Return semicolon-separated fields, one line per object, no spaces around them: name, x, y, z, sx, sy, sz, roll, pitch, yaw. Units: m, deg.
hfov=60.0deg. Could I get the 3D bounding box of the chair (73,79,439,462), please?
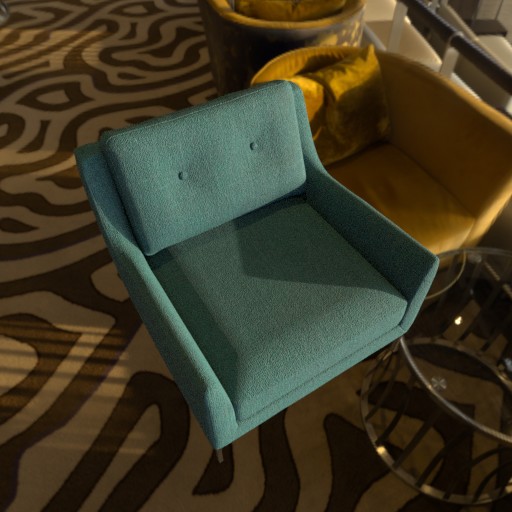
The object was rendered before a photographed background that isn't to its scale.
chair;0.000;0.000;1.527;0.847;0.828;0.849;-25;54;-20
